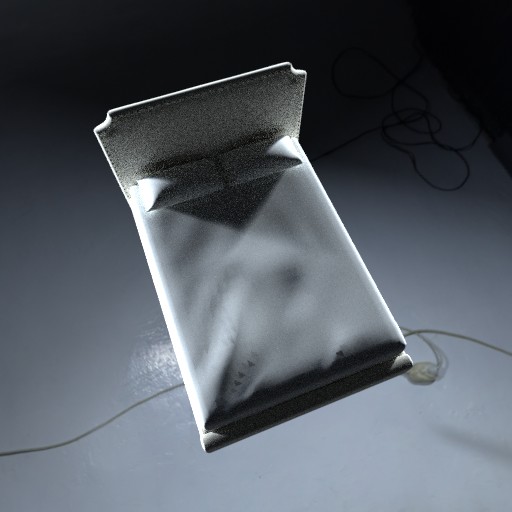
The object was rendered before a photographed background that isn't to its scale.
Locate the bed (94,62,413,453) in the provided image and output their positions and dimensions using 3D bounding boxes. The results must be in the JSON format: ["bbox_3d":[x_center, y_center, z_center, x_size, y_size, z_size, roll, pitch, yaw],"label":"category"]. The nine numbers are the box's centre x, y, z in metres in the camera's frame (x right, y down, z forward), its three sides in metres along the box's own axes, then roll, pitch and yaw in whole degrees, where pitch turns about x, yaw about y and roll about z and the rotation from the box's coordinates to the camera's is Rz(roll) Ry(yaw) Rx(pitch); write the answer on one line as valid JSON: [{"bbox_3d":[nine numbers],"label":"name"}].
[{"bbox_3d":[0.000,0.000,3.483,1.712,1.443,2.365,-19,65,-9],"label":"bed"}]
